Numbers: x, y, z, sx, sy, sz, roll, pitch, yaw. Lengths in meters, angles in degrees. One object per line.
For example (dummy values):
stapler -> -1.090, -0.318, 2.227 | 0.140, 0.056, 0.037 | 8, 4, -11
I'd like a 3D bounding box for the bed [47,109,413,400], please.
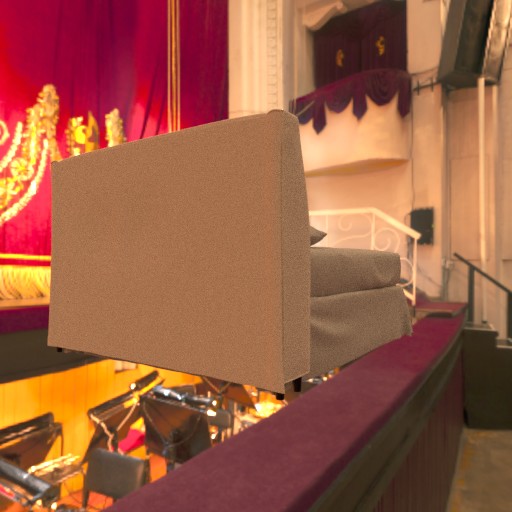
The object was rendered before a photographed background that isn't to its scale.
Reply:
bed -> 0.000, 0.000, 3.422 | 1.925, 1.332, 2.276 | 0, -1, 35
